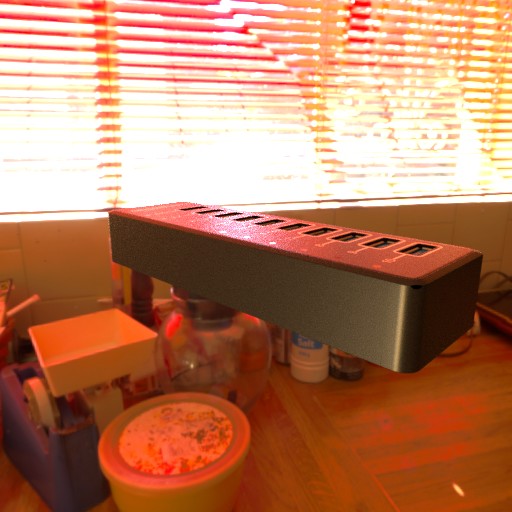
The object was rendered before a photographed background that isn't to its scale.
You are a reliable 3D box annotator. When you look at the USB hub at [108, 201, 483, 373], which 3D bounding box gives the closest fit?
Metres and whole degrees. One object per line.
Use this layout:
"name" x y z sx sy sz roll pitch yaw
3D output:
"USB hub" 0.000 0.000 0.165 0.145 0.023 0.044 14 21 42
